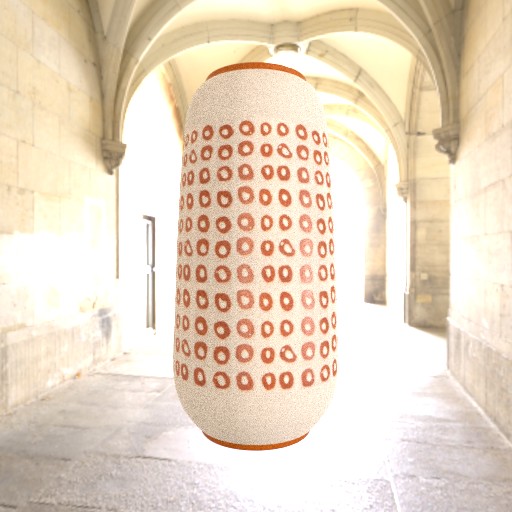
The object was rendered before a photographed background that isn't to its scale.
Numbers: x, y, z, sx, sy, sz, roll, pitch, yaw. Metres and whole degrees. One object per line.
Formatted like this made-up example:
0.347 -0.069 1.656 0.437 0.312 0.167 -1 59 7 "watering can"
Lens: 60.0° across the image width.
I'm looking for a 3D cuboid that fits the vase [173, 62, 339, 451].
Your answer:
0.000 0.000 0.362 0.133 0.282 0.133 0 0 0 "vase"
